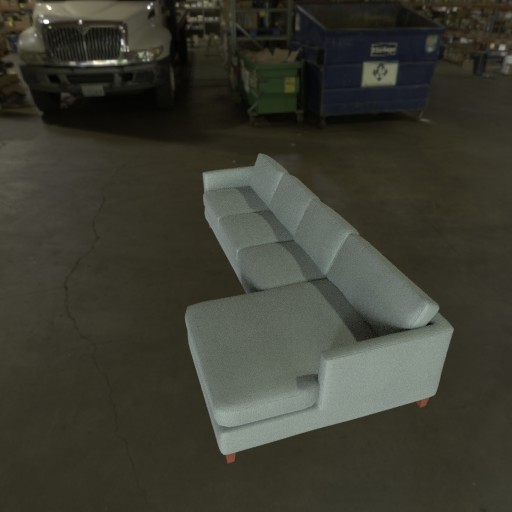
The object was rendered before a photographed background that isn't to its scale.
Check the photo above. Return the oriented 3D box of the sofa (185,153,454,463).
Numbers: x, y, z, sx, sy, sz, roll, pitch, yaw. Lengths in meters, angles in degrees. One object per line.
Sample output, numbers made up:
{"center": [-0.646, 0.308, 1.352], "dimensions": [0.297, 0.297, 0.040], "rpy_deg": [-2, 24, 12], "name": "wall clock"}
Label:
{"center": [0.000, 0.000, 4.158], "dimensions": [1.604, 0.950, 3.471], "rpy_deg": [-9, 32, -16], "name": "sofa"}
